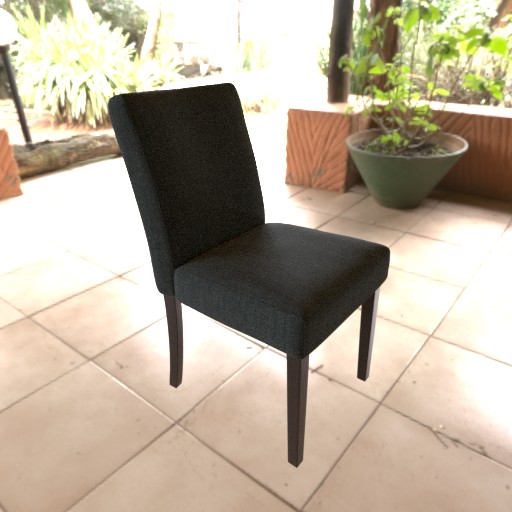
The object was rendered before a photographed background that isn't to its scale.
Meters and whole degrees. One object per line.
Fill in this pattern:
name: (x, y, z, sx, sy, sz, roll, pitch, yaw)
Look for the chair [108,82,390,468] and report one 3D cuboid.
chair: (0.000, 0.000, 1.277, 0.629, 0.884, 0.487, 19, 32, 33)
